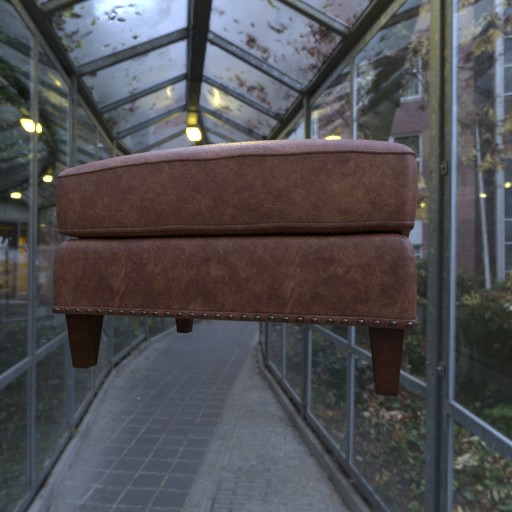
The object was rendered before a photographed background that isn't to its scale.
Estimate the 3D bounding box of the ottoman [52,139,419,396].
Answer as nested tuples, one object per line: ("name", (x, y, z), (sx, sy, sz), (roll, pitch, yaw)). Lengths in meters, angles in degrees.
("ottoman", (0.000, 0.000, 1.104), (0.742, 0.486, 0.586), (0, 0, 18))
